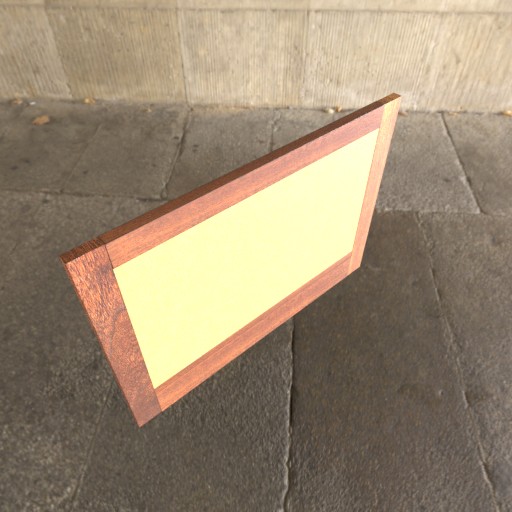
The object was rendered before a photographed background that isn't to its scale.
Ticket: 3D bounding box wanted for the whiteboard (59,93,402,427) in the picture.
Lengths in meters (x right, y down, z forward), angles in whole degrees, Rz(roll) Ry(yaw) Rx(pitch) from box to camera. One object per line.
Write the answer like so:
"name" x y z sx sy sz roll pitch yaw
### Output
"whiteboard" 0.000 0.000 1.028 0.783 0.559 0.083 -32 54 -27
